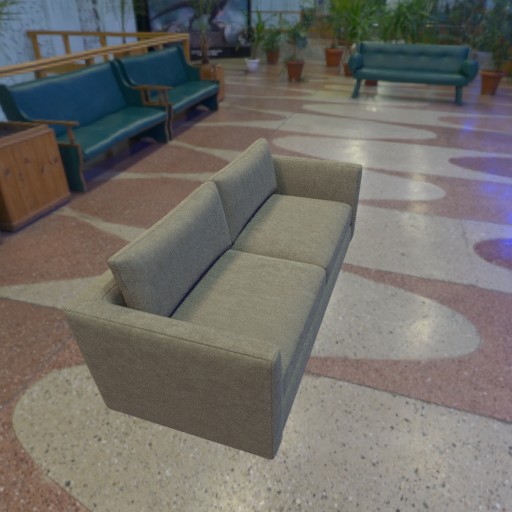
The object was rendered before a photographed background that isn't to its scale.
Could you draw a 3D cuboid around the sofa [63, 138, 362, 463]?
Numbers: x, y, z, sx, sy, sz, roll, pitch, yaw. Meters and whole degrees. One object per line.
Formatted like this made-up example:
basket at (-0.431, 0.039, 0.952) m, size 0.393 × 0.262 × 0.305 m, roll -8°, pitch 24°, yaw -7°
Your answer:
sofa at (0.000, 0.000, 2.563) m, size 0.889 × 0.864 × 2.121 m, roll 10°, pitch 32°, yaw 17°
